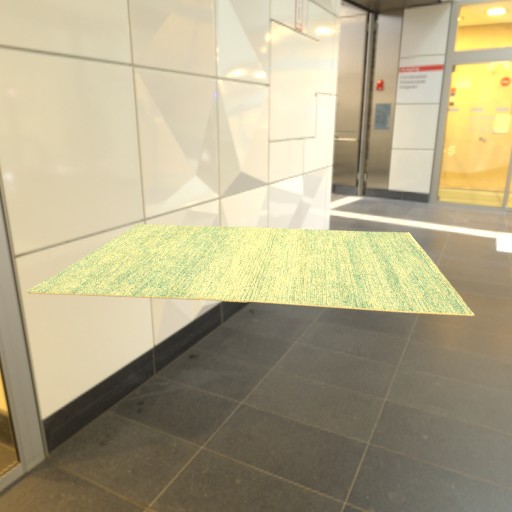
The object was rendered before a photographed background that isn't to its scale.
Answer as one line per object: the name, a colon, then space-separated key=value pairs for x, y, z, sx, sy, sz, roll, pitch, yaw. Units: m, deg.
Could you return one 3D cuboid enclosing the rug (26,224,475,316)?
rug: x=0.000 y=0.000 z=2.986 sx=2.305 sy=0.029 sz=1.593 roll=2 pitch=17 yaw=7
